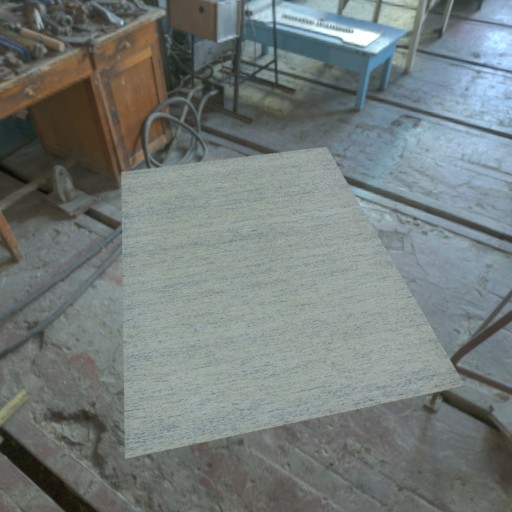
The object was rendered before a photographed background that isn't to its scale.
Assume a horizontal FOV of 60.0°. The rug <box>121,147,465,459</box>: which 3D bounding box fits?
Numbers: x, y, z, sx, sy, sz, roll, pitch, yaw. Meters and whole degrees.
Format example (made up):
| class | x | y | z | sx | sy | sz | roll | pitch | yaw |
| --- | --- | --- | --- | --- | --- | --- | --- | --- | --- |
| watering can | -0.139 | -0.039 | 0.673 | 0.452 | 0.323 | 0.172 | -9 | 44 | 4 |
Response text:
| class | x | y | z | sx | sy | sz | roll | pitch | yaw |
| --- | --- | --- | --- | --- | --- | --- | --- | --- | --- |
| rug | 0.000 | 0.000 | 4.136 | 2.438 | 0.006 | 3.197 | -9 | 47 | -8 |
